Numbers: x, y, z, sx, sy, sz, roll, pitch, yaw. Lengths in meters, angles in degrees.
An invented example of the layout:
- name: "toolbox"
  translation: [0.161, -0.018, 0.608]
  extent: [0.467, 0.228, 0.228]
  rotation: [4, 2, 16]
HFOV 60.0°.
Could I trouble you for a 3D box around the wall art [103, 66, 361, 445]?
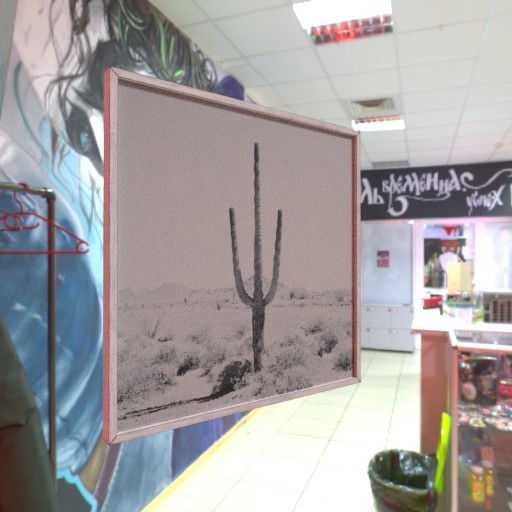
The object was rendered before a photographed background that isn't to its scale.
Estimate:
- name: "wall art"
  translation: [0.000, 0.000, 1.132]
  extent: [0.762, 0.762, 0.038]
  rotation: [0, 0, -37]
